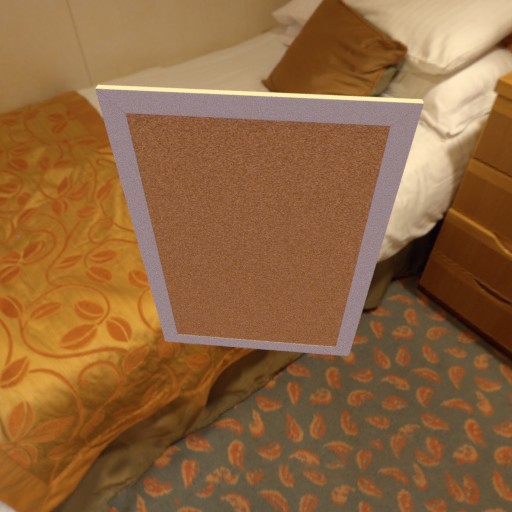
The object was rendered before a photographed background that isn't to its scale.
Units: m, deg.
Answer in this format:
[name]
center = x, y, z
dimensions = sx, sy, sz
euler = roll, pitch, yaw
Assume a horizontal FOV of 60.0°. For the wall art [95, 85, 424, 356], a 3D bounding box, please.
[wall art]
center = 0.000, 0.000, 0.854
dimensions = 0.454, 0.659, 0.011
euler = 4, 47, 4
